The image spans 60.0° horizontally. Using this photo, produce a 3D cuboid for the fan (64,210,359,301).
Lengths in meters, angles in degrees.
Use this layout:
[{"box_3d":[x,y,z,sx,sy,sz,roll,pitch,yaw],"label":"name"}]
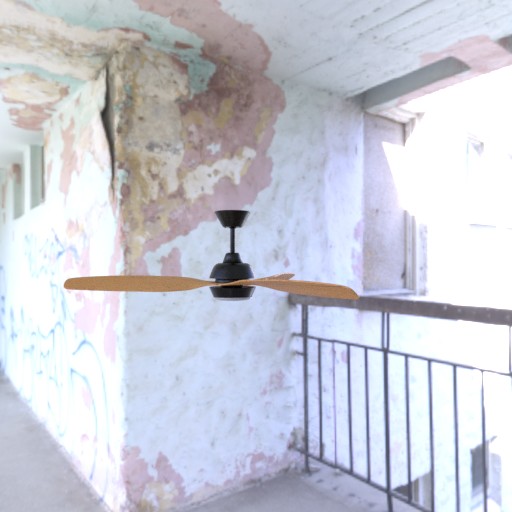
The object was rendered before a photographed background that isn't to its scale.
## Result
[{"box_3d":[0.000,0.000,1.652,1.142,0.355,1.010,0,-1,-35],"label":"fan"}]
